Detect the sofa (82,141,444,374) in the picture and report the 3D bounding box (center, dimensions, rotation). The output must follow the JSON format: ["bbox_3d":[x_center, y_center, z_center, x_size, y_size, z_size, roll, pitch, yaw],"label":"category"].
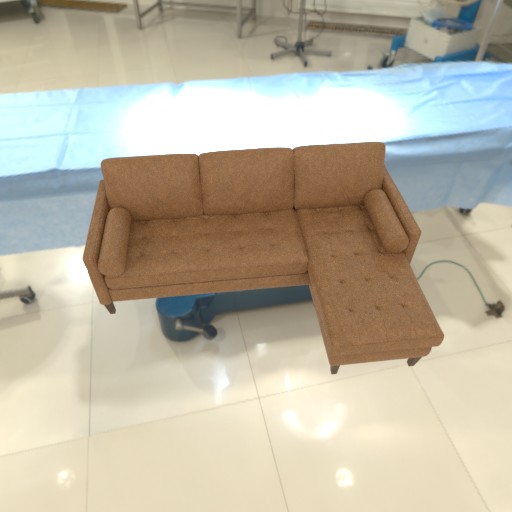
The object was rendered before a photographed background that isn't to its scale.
[{"bbox_3d":[0.000,0.000,2.967,2.178,0.876,1.506,-5,46,-5],"label":"sofa"}]
